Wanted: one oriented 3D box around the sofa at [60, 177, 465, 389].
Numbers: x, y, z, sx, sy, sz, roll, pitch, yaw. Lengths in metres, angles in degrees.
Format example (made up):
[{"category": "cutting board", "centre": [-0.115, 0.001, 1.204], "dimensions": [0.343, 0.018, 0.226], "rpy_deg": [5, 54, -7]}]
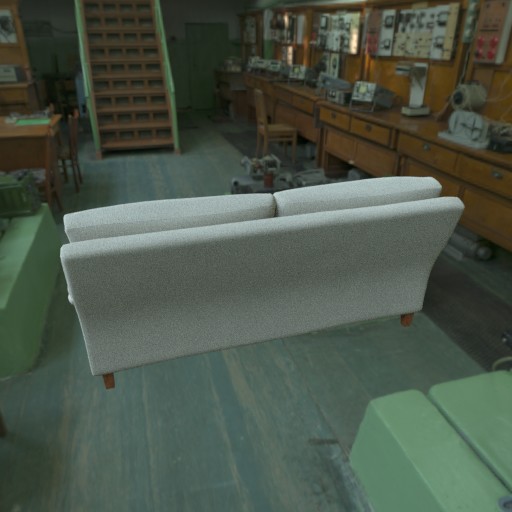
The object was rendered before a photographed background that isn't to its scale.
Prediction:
[{"category": "sofa", "centre": [0.000, 0.000, 2.698], "dimensions": [2.070, 0.997, 1.091], "rpy_deg": [-8, 28, -16]}]
